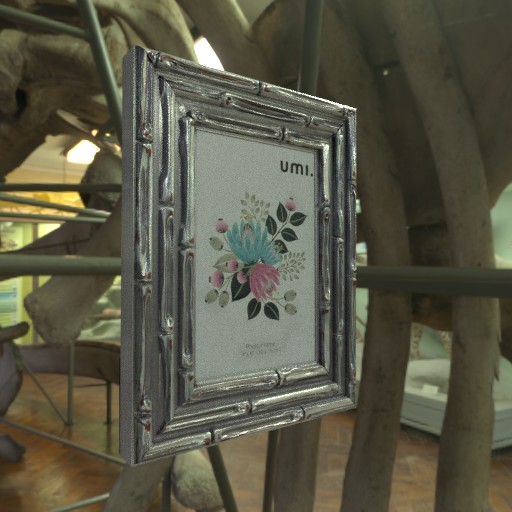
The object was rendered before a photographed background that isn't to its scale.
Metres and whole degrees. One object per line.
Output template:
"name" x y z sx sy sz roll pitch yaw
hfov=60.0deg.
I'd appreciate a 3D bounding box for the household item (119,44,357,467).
"household item" 0.000 0.000 0.280 0.165 0.216 0.025 1 -2 -35
